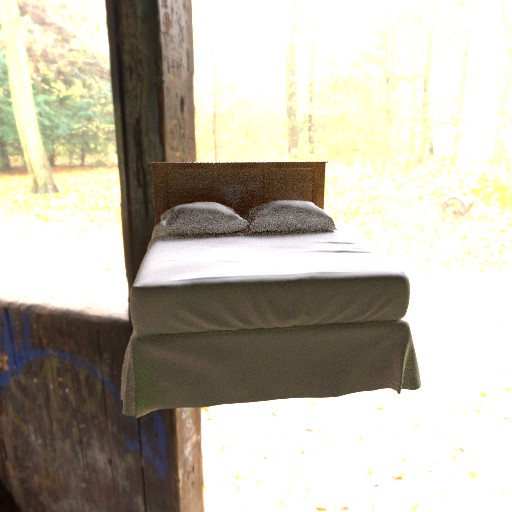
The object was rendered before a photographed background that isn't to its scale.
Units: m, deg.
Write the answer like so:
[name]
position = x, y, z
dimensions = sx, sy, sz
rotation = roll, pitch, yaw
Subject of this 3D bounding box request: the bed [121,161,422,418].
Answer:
[bed]
position = 0.000, 0.000, 3.313
dimensions = 1.870, 1.273, 2.035
rotation = -2, 15, -8
